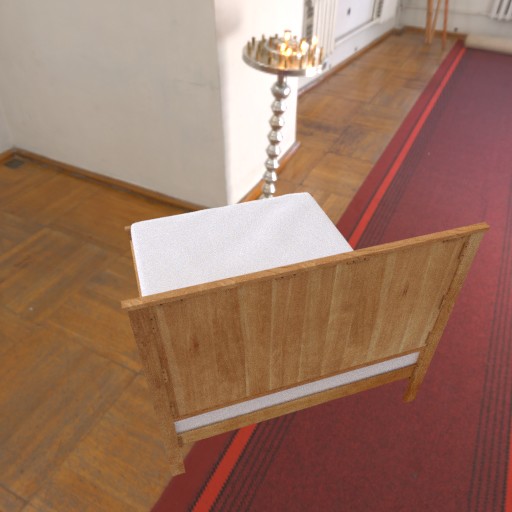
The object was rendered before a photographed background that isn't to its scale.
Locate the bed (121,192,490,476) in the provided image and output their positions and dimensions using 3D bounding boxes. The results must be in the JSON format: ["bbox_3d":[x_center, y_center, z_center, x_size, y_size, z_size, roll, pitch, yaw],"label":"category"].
[{"bbox_3d":[0.000,0.000,4.022,2.225,1.938,2.530,-12,42,-14],"label":"bed"}]
